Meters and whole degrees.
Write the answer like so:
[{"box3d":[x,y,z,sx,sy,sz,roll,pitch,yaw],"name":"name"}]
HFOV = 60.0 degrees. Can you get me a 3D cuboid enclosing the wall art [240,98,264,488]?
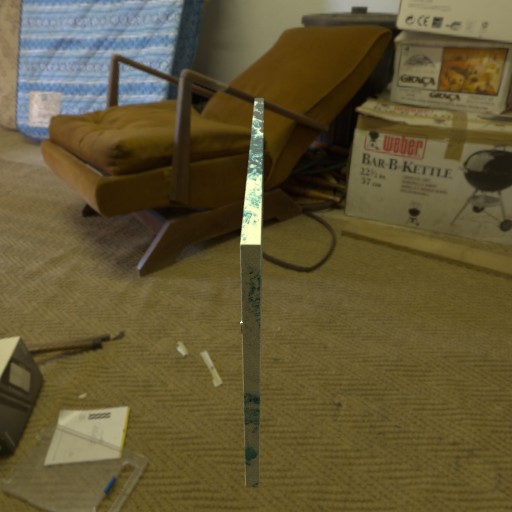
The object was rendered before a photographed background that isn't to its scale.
[{"box3d":[0.000,0.000,1.963,0.055,1.017,1.524,1,32,1],"name":"wall art"}]
